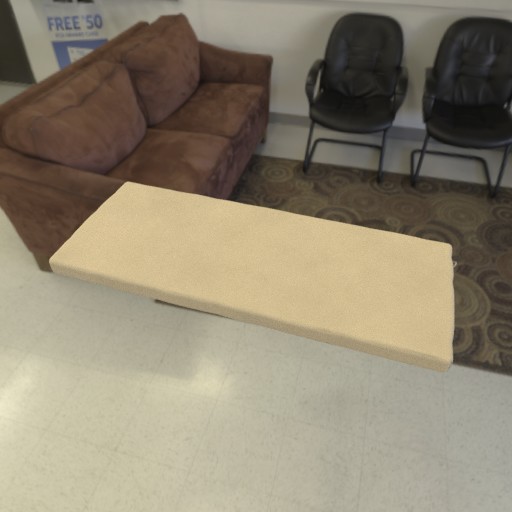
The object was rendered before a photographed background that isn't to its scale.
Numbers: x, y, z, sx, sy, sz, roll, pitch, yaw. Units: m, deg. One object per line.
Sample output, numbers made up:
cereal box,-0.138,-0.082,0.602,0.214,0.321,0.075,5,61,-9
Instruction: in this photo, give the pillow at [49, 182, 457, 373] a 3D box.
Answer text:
pillow,0.000,0.000,1.367,1.187,0.081,0.492,12,44,13
